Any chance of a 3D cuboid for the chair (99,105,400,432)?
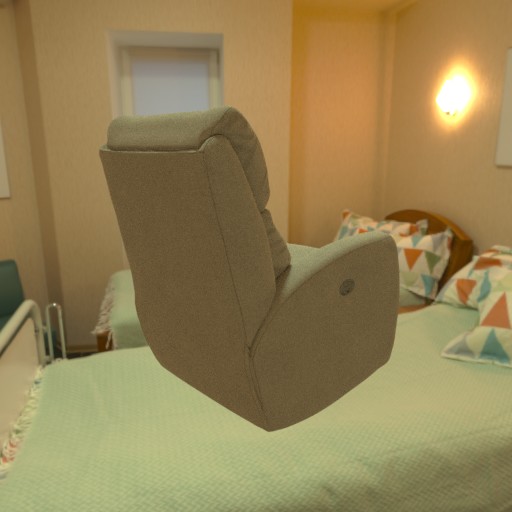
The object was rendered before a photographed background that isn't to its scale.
[{"bbox_3d":[0.000,0.000,1.693,0.940,1.021,0.794,-13,19,-42],"label":"chair"}]
